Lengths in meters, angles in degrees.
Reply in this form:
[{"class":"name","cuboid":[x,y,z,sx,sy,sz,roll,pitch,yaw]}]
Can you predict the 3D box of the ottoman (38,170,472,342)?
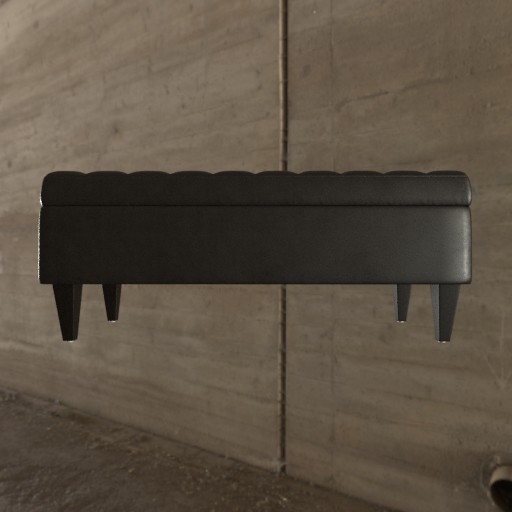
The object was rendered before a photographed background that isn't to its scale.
[{"class":"ottoman","cuboid":[0.000,0.000,1.395,1.151,0.469,0.482,0,0,0]}]
